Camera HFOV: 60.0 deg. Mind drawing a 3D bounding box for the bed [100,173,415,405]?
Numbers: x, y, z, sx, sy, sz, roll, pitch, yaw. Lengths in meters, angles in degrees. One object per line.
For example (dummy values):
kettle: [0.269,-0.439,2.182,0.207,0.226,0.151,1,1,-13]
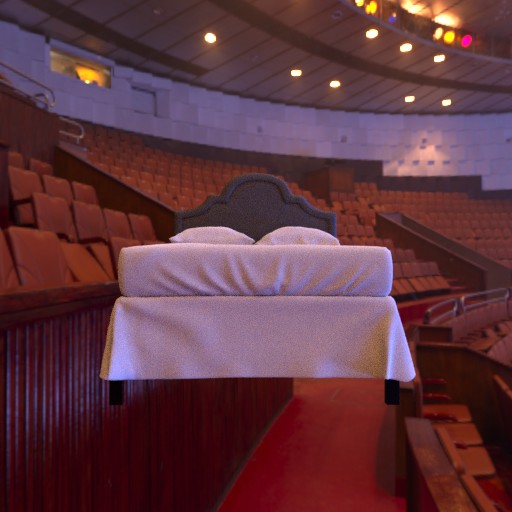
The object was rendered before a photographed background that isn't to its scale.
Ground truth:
bed: [0.000,0.000,3.401,1.780,1.634,2.222,0,-1,0]
